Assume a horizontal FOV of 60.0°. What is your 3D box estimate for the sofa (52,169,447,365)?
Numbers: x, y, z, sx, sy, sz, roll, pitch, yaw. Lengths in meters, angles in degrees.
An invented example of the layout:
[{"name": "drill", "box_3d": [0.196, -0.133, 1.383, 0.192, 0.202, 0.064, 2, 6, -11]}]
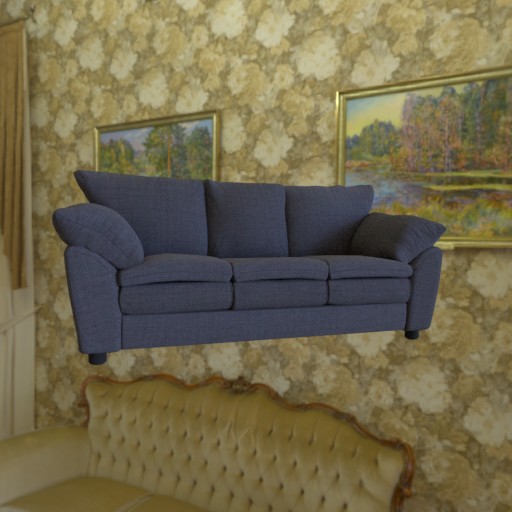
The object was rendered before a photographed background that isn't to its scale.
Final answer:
[{"name": "sofa", "box_3d": [0.000, 0.000, 2.864, 2.336, 1.080, 0.883, 0, 1, -19]}]
